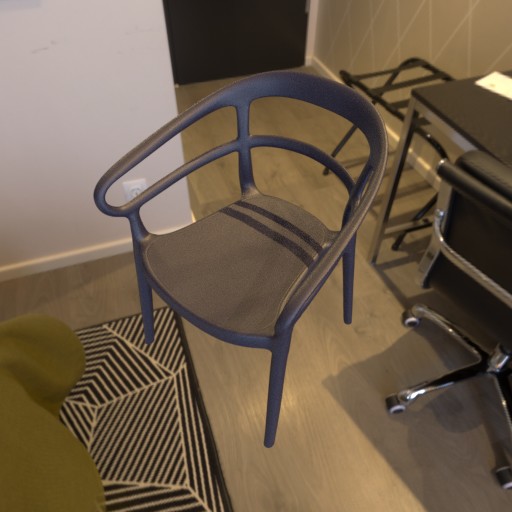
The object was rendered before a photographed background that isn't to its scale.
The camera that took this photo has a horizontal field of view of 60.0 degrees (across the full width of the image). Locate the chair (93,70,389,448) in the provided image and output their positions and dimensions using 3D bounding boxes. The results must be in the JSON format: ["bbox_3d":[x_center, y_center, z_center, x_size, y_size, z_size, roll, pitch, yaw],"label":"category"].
[{"bbox_3d":[0.000,0.000,1.156,0.559,0.761,0.527,32,55,26],"label":"chair"}]
